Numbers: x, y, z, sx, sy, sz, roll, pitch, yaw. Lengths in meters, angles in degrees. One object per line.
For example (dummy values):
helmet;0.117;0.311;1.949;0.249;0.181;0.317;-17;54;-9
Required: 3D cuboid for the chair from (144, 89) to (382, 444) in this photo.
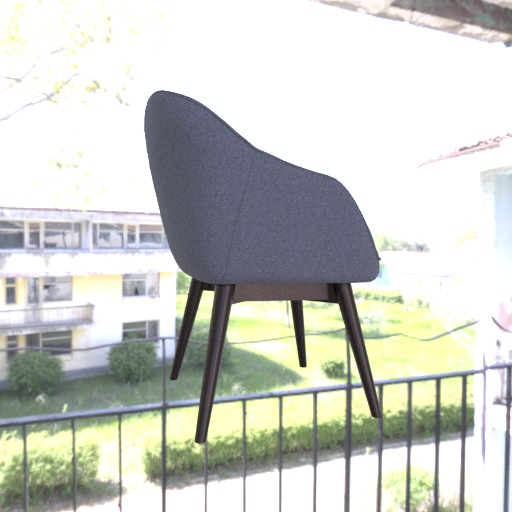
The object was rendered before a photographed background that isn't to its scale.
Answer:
chair;0.000;0.000;1.262;0.611;0.810;0.589;-1;2;-18
